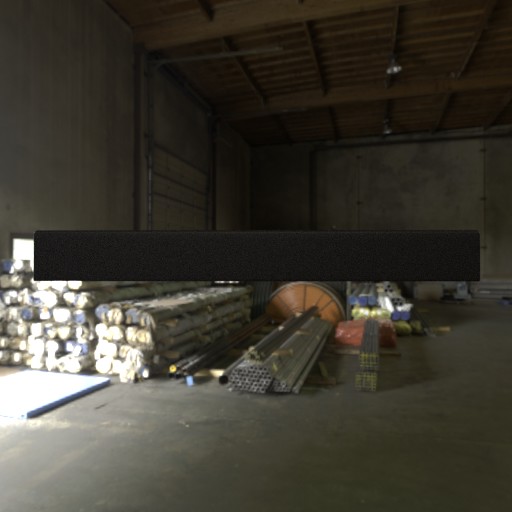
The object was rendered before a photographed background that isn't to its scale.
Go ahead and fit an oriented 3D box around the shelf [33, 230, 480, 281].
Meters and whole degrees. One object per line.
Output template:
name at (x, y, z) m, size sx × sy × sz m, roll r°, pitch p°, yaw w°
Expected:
shelf at (0.000, 0.000, 0.502) m, size 0.456 × 0.053 × 0.102 m, roll 0°, pitch -1°, yaw 1°
